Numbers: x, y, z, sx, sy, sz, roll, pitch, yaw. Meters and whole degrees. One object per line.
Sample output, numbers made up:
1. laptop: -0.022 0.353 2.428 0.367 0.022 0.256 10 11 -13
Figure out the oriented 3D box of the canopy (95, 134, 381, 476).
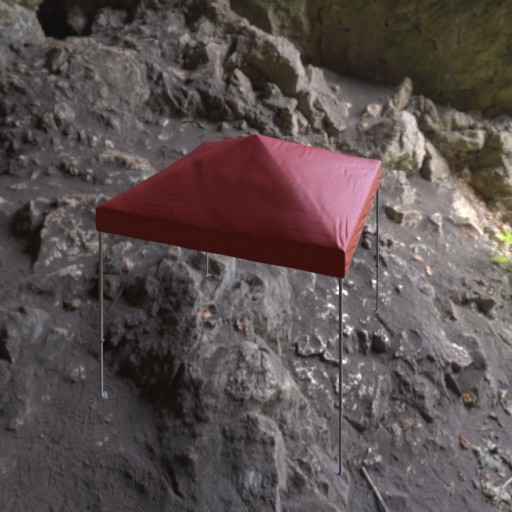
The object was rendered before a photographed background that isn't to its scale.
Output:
1. canopy: 0.000 0.000 5.195 2.848 2.849 2.849 11 32 18
